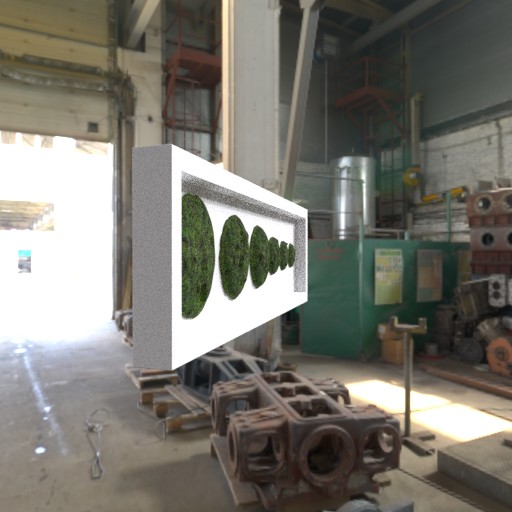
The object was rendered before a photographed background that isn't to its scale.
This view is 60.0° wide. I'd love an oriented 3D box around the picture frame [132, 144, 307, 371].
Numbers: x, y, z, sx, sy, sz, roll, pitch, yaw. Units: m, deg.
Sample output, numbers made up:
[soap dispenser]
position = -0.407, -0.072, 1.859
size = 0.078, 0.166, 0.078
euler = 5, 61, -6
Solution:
[picture frame]
position = 0.000, 0.000, 0.856
size = 0.050, 0.250, 0.759
euler = 0, 0, 18
